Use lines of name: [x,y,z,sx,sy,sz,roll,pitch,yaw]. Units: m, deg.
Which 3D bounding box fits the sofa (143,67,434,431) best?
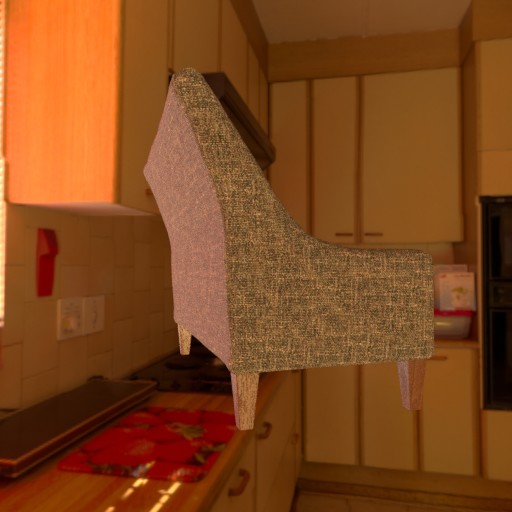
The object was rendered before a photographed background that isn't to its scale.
sofa: [0.000,0.000,1.895,0.870,1.021,1.242,0,-1,-18]
